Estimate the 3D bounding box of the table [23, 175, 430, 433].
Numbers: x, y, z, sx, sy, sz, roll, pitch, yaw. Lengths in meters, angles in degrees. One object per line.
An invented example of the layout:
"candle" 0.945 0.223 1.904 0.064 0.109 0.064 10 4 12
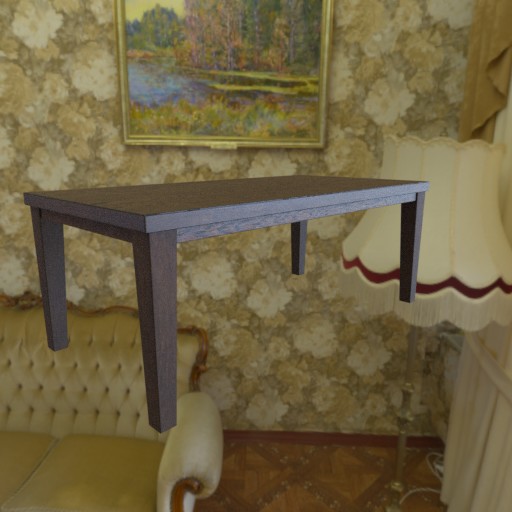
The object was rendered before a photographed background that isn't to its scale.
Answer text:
"table" 0.000 0.000 2.438 1.016 0.762 1.981 13 19 43
